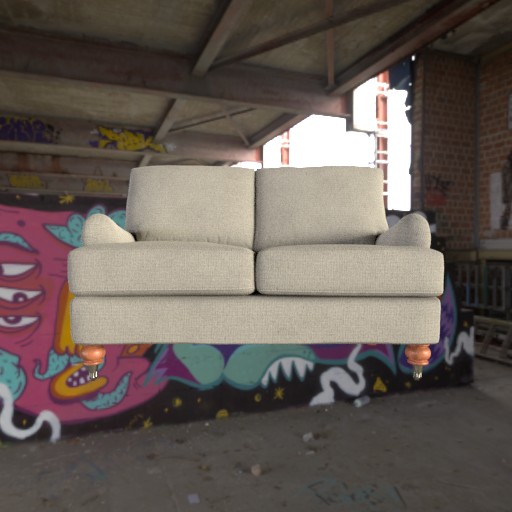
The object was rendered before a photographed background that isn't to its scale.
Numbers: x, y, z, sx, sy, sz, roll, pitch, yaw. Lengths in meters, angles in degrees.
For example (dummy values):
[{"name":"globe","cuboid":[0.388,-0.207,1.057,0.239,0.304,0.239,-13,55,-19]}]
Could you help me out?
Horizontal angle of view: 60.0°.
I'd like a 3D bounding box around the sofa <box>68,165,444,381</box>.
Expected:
[{"name":"sofa","cuboid":[0.000,0.000,2.189,1.480,0.999,1.087,0,0,0]}]
